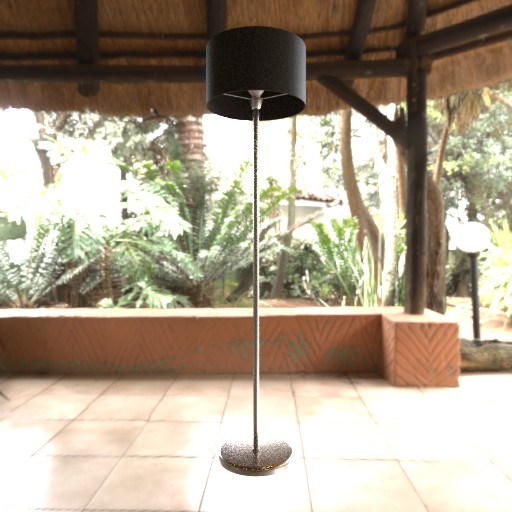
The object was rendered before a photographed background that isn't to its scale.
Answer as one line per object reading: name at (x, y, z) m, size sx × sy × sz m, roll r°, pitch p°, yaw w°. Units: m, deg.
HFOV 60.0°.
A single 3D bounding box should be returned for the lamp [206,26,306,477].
lamp at (0.000, 0.000, 1.572) m, size 0.348 × 1.443 × 0.348 m, roll 0°, pitch 1°, yaw 1°
